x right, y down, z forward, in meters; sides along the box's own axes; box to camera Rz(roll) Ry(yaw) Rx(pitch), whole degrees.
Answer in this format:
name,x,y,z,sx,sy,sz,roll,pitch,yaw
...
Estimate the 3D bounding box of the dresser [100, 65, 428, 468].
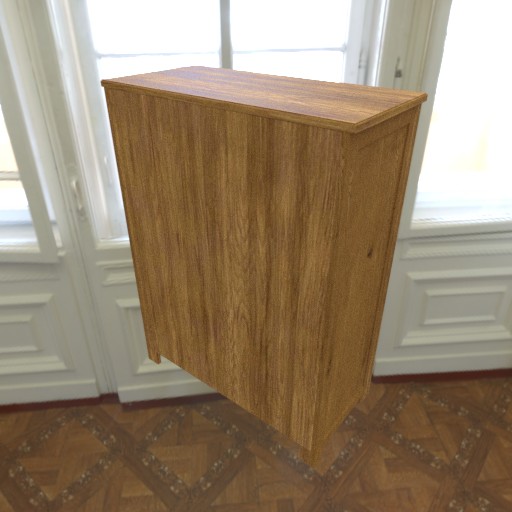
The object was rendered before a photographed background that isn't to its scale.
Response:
name,x,y,z,sx,sy,sz,roll,pitch,yaw
dresser,0.000,0.000,1.959,1.081,1.431,0.558,22,37,32
